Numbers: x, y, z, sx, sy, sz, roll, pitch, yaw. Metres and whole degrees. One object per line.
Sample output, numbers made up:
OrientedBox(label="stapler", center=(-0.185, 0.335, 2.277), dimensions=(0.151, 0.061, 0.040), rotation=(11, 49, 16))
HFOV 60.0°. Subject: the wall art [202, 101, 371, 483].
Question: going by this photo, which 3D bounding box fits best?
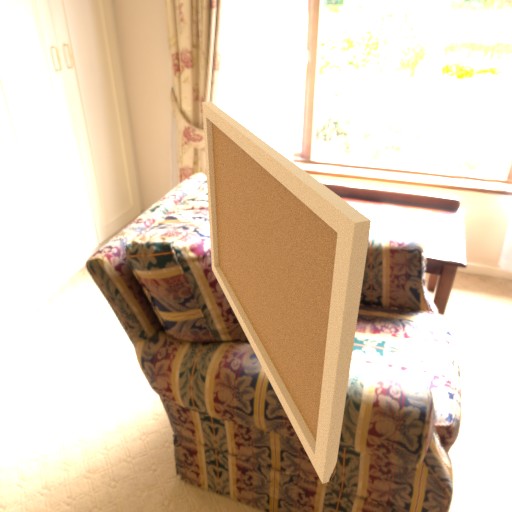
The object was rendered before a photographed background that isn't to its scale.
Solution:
OrientedBox(label="wall art", center=(0.000, 0.000, 1.454), dimensions=(0.038, 0.767, 1.144), rotation=(-10, 32, -17))
